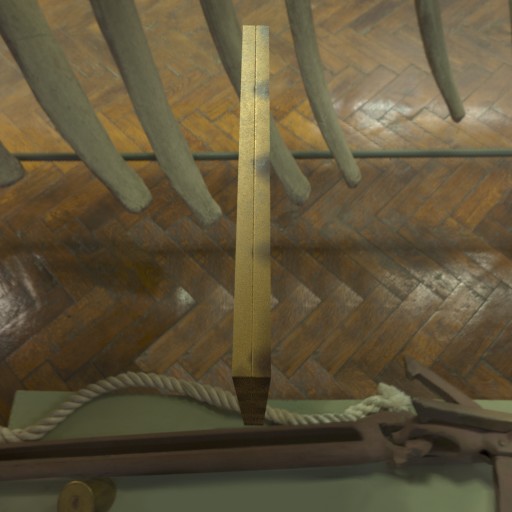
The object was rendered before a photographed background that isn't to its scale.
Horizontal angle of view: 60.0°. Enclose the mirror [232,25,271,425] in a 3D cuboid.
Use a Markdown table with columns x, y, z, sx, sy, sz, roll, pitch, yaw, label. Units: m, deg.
| x | y | z | sx | sy | sz | roll | pitch | yaw | label |
| --- | --- | --- | --- | --- | --- | --- | --- | --- | --- |
| 0.000 | 0.000 | 0.768 | 0.042 | 0.507 | 0.509 | 0 | 64 | 0 | mirror |
